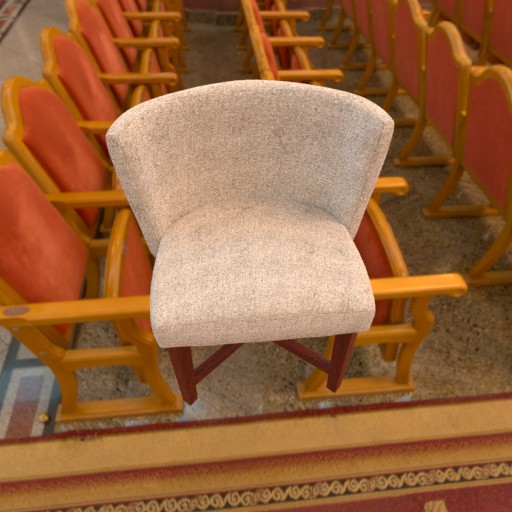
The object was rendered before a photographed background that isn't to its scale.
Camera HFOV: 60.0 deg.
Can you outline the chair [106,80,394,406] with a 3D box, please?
[{"bbox_3d":[0.000,0.000,1.320,0.728,0.827,0.575,-4,46,-4],"label":"chair"}]
